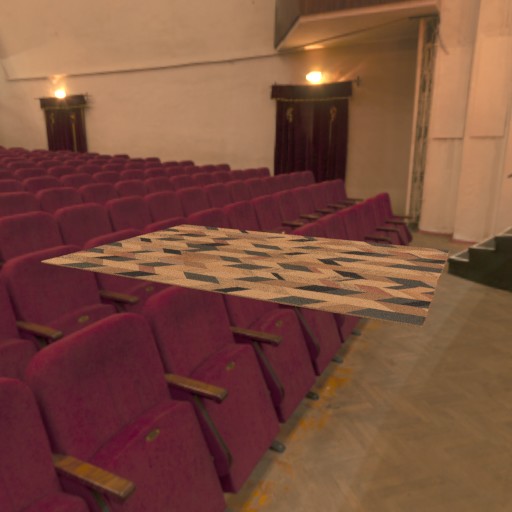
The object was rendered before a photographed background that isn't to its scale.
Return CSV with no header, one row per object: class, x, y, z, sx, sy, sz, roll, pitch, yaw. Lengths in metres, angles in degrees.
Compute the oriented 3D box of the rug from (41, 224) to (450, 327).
rug,0.000,0.000,2.336,1.813,0.006,1.202,7,16,26
